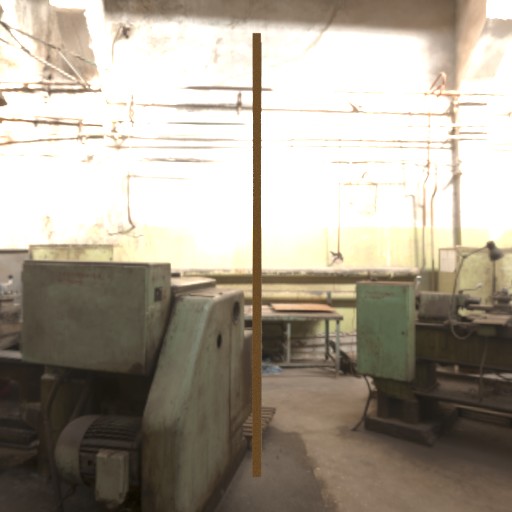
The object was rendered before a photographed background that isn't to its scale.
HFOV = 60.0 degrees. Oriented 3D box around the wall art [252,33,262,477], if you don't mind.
[{"bbox_3d":[0.000,0.000,0.982,0.014,0.655,0.657,0,-1,0],"label":"wall art"}]
